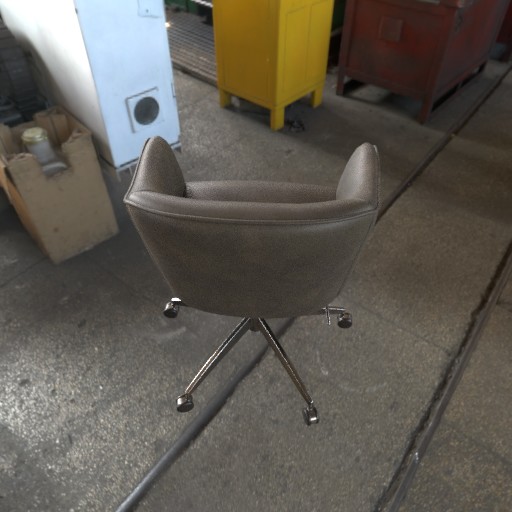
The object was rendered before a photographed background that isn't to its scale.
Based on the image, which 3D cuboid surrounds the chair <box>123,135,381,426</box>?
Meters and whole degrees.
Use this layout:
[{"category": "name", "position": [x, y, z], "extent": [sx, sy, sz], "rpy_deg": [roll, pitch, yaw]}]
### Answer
[{"category": "chair", "position": [0.000, 0.000, 1.352], "extent": [0.713, 0.827, 0.689], "rpy_deg": [3, 45, 3]}]
